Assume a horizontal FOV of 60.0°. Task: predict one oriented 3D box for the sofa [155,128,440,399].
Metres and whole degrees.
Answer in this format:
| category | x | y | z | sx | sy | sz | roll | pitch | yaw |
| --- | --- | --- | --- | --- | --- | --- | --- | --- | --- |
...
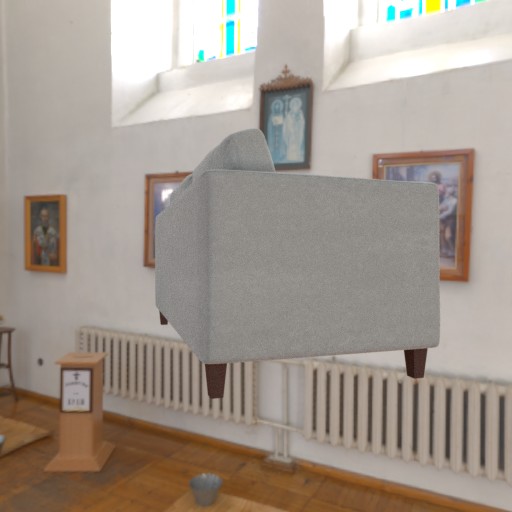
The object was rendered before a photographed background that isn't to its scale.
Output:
| category | x | y | z | sx | sy | sz | roll | pitch | yaw |
| --- | --- | --- | --- | --- | --- | --- | --- | --- | --- |
| sofa | 0.000 | 0.000 | 2.439 | 0.950 | 0.963 | 1.884 | 0 | 0 | -18 |
